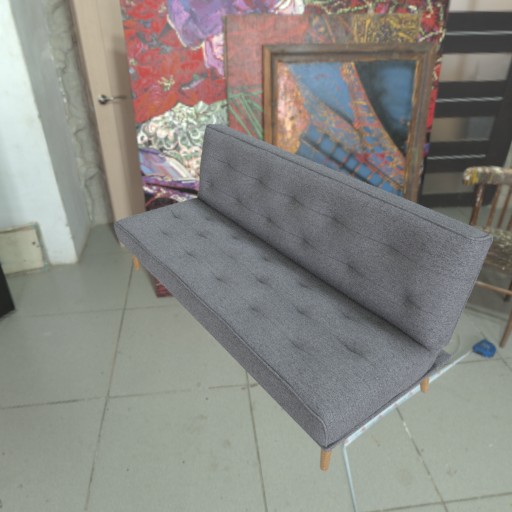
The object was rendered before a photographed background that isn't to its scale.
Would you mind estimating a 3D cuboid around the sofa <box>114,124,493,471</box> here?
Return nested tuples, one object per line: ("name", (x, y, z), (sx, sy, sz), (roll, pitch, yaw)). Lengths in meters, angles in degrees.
("sofa", (0.000, 0.000, 2.214), (0.810, 0.830, 1.820), (-22, 38, -31))
